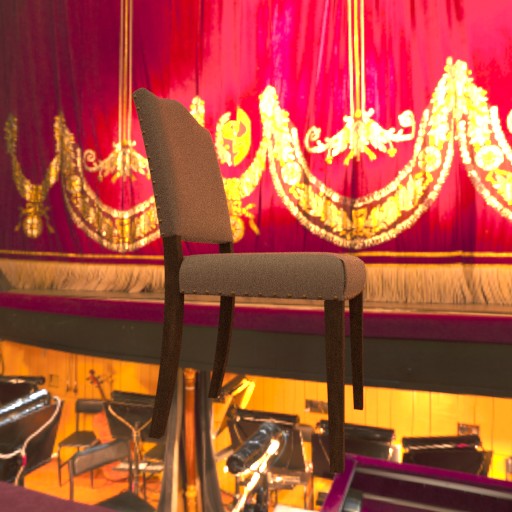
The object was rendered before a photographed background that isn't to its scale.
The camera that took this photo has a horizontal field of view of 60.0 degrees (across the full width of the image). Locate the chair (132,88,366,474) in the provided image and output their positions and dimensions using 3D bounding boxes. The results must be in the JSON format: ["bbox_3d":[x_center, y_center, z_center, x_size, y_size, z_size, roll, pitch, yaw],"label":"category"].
[{"bbox_3d":[0.000,0.000,1.365,0.620,1.020,0.508,0,-1,19],"label":"chair"}]
